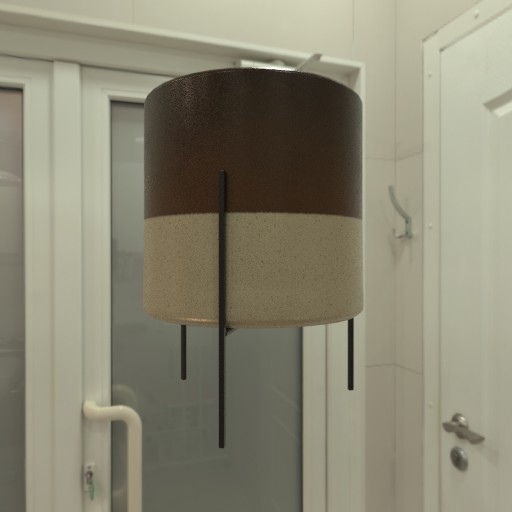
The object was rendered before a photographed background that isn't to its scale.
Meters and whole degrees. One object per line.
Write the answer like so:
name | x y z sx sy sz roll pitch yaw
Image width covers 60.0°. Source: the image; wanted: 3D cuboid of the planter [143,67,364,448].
planter | 0.000 0.000 0.714 0.354 0.465 0.345 0 0 -18
